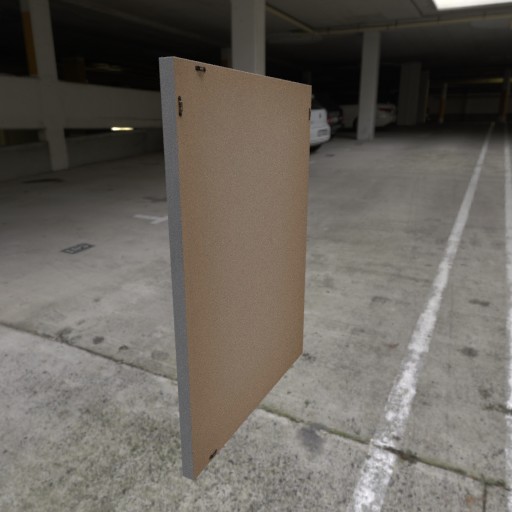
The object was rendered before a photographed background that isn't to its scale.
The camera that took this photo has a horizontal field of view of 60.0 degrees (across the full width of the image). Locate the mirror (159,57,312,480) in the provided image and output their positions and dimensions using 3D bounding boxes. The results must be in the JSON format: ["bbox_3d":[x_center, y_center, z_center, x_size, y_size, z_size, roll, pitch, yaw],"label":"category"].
[{"bbox_3d":[0.000,0.000,1.341,0.041,1.016,0.762,8,18,26],"label":"mirror"}]
